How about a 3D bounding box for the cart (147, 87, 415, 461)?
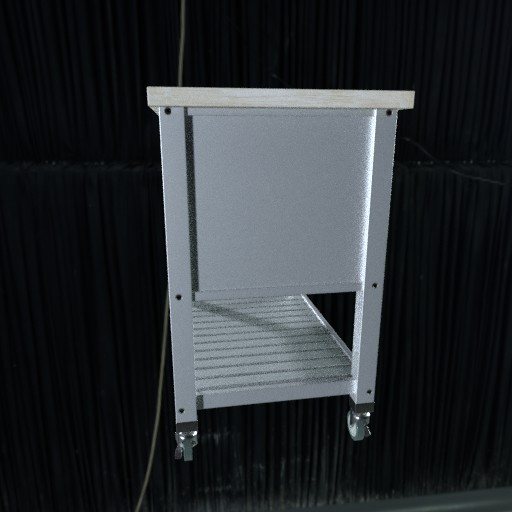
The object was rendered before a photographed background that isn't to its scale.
[{"bbox_3d":[0.000,0.000,1.386,0.559,0.914,0.762,-3,16,-9],"label":"cart"}]
